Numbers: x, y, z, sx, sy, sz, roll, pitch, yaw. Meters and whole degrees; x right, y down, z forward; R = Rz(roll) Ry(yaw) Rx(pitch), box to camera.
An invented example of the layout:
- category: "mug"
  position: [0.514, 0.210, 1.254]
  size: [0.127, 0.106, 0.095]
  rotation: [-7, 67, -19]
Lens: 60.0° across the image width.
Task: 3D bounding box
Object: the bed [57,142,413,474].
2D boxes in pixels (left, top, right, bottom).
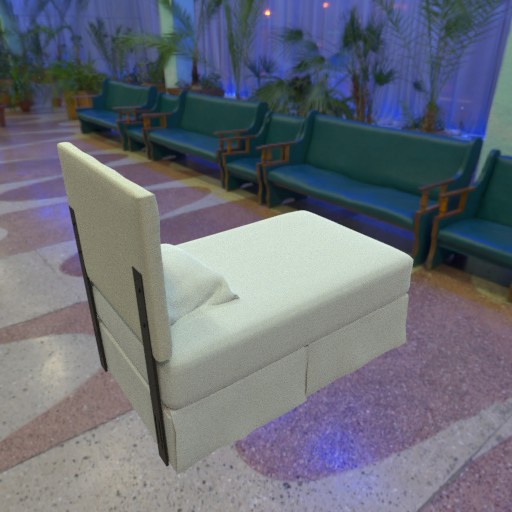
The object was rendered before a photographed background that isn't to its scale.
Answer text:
- category: "bed"
  position: [0.000, 0.000, 2.963]
  size: [1.997, 1.571, 1.261]
  rotation: [-19, 32, -32]
